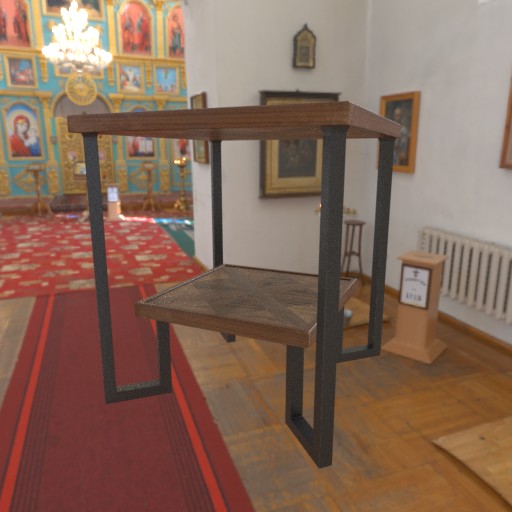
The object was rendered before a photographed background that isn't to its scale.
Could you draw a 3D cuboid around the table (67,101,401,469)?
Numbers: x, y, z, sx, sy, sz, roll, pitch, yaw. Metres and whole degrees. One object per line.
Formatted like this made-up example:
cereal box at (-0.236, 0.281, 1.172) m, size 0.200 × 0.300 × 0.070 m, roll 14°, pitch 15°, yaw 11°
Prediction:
table at (0.000, 0.000, 0.960) m, size 0.503 × 0.563 × 0.503 m, roll 6°, pitch 14°, yaw 24°
